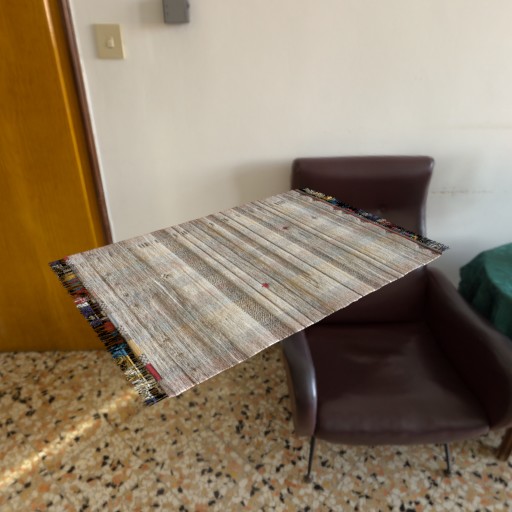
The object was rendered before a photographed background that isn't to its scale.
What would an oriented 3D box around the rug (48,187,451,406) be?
[{"bbox_3d":[0.000,0.000,2.383,1.848,0.012,1.217,-21,36,-32],"label":"rug"}]
